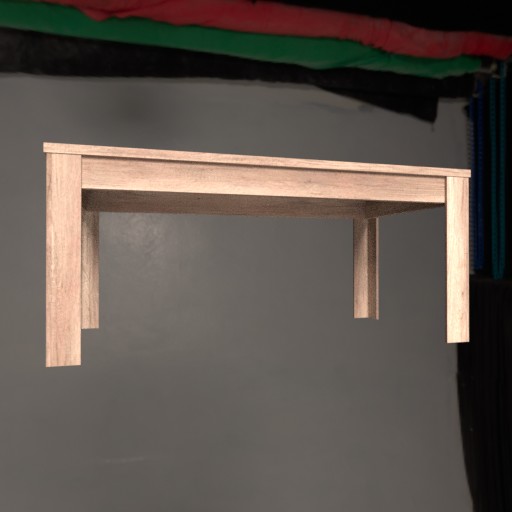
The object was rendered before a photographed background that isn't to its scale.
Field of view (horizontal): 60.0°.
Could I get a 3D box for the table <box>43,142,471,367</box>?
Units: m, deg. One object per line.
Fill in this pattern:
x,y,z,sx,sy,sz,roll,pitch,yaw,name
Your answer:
0.000,0.000,2.229,1.800,0.790,0.900,0,0,-16,table
